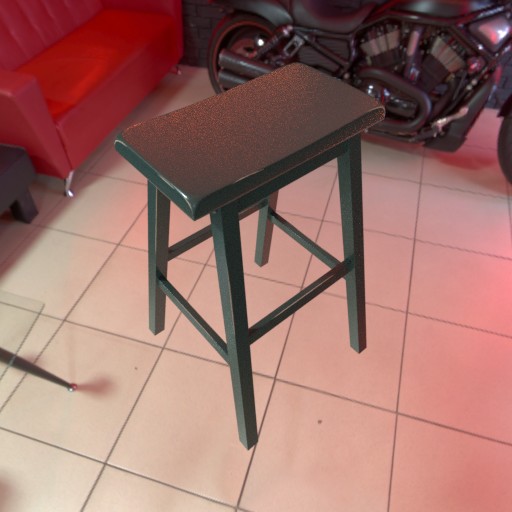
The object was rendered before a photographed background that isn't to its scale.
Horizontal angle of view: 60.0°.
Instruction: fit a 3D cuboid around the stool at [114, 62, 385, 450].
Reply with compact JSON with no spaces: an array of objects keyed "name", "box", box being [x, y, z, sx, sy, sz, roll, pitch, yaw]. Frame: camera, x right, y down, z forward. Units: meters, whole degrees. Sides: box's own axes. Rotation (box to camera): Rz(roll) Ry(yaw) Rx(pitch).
[{"name":"stool","box":[0.000,0.000,1.066,0.457,0.737,0.476,-32,55,-26]}]
